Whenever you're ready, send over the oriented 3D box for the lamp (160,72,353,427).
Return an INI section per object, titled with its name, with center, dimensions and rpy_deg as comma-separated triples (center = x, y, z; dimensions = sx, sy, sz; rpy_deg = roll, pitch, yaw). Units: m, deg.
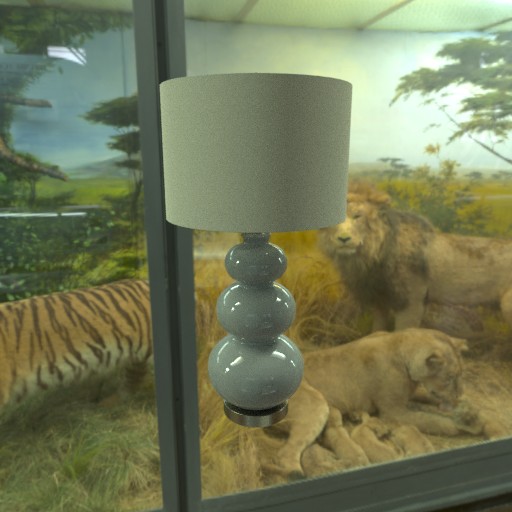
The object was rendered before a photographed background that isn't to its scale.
[lamp]
center = 0.000, 0.000, 0.944
dimensions = 0.367, 0.730, 0.367
rpy_deg = 13, 19, 43
